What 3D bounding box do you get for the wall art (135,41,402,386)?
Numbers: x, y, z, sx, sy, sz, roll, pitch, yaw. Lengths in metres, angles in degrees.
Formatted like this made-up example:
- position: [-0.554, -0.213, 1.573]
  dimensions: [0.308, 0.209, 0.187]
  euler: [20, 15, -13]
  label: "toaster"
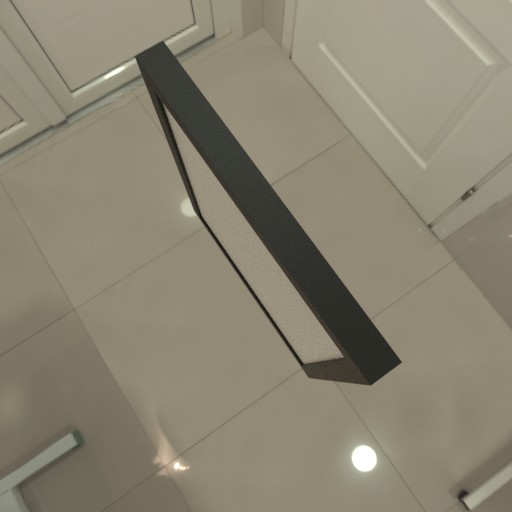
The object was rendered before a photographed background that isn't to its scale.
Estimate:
- position: [0.000, 0.000, 0.534]
  dimensions: [0.029, 0.381, 0.330]
  euler: [-33, 78, -8]
  label: "wall art"
